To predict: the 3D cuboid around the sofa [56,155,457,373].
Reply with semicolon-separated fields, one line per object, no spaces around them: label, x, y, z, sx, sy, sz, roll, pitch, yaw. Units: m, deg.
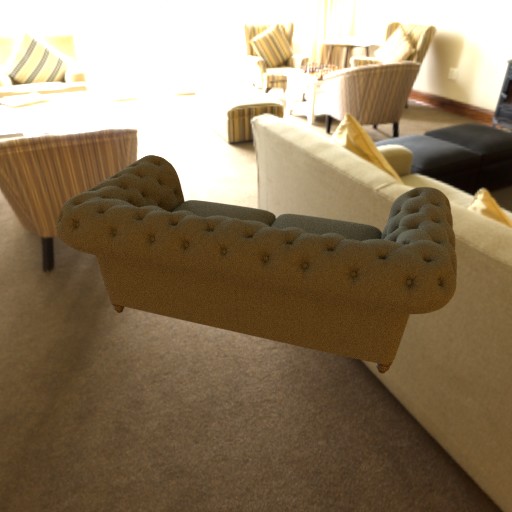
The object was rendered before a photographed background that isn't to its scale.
sofa;0.000;0.000;2.500;1.998;0.764;0.986;10;33;16
